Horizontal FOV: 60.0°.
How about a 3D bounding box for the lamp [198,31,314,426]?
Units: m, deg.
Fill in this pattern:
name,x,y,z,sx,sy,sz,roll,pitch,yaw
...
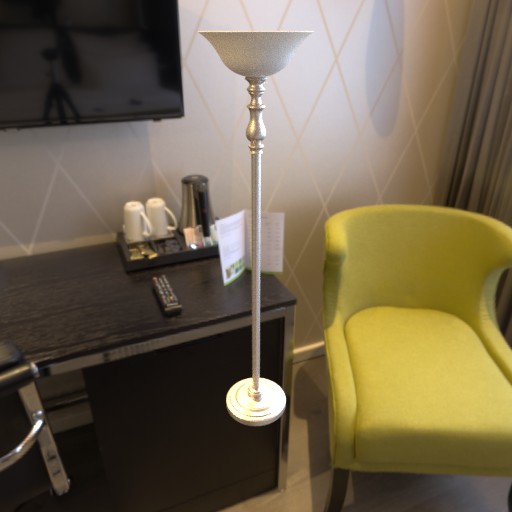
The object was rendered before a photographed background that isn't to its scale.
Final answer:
name,x,y,z,sx,sy,sz,roll,pitch,yaw
lamp,0.000,0.000,1.958,0.405,1.771,0.405,19,32,32
